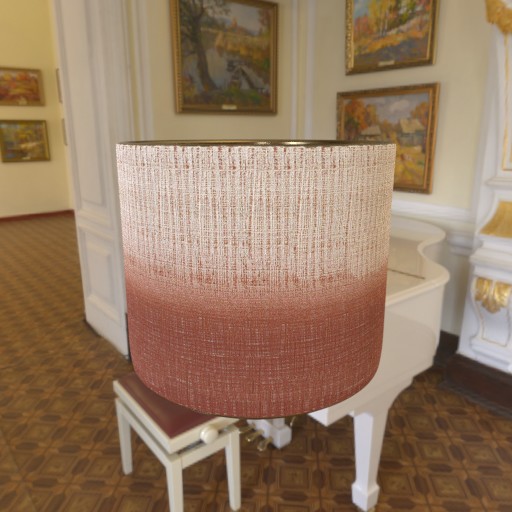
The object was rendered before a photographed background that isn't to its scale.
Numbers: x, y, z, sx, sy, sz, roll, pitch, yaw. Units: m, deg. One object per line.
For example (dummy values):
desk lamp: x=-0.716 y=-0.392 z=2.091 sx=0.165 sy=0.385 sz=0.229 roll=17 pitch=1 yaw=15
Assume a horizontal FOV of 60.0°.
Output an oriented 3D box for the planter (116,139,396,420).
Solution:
planter: x=0.000 y=0.000 z=0.440 sx=0.254 sy=0.221 sz=0.254 roll=0 pitch=16 yaw=0
